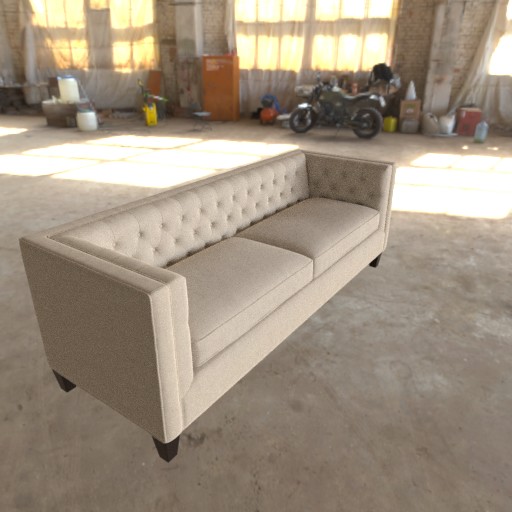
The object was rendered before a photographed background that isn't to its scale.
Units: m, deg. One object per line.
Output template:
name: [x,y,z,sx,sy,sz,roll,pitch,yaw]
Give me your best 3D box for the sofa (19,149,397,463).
sofa: [0.000,0.000,2.487,0.775,0.762,2.159,17,30,32]
